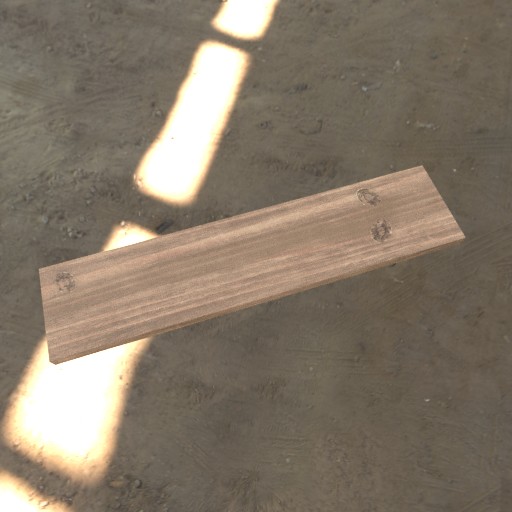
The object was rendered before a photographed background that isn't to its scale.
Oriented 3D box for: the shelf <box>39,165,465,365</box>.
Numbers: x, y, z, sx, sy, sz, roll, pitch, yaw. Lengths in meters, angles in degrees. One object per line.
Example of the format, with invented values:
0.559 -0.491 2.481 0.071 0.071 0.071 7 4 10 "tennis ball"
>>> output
0.000 0.000 0.656 0.610 0.020 0.140 -16 65 -8 "shelf"
